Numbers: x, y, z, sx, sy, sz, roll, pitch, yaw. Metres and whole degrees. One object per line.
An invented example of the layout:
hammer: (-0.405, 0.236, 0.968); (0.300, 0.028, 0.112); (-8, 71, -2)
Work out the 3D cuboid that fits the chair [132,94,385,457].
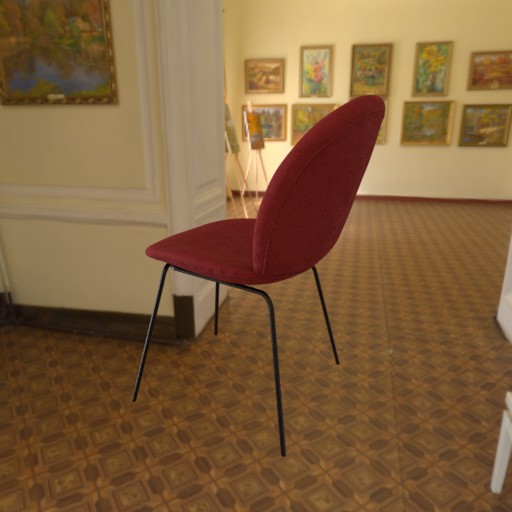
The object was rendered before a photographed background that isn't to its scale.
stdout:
chair: (0.000, 0.000, 1.174); (0.587, 0.791, 0.458); (8, 19, 25)
